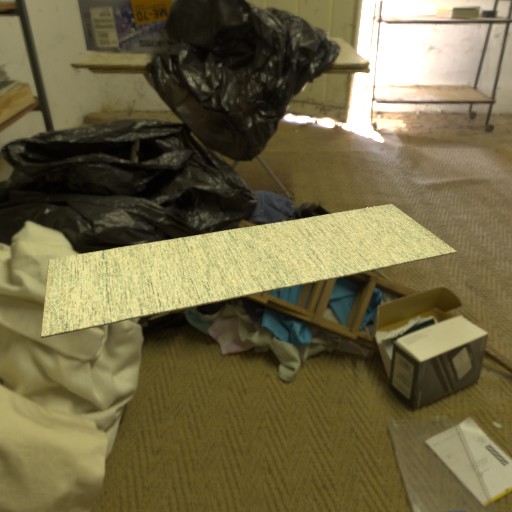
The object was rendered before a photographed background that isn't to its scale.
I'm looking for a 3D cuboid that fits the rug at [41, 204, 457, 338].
[{"bbox_3d":[0.000,0.000,2.591,2.290,0.014,0.700,-10,34,-16],"label":"rug"}]
